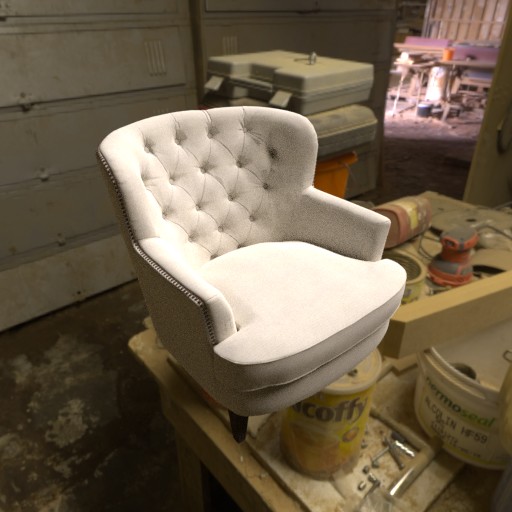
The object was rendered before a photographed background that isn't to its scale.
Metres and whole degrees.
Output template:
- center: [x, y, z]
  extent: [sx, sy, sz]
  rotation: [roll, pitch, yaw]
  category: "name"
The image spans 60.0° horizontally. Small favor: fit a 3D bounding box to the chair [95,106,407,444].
- center: [0.000, 0.000, 1.576]
  extent: [0.848, 0.868, 0.906]
  rotation: [-22, 36, -33]
  category: "chair"
